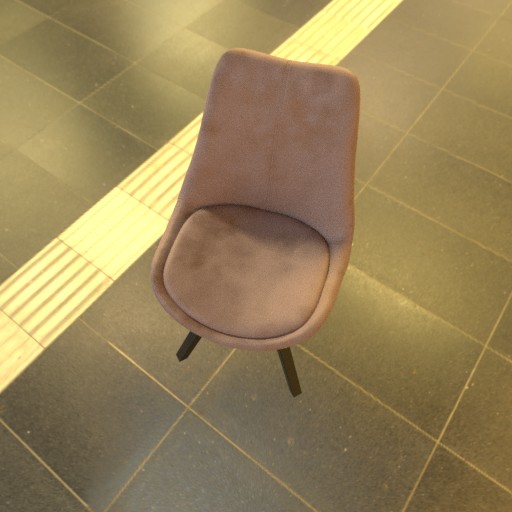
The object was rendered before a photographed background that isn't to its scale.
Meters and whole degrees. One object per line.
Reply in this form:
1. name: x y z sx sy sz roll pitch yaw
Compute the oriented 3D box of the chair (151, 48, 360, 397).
1. chair: 0.000 0.000 1.211 0.483 0.865 0.547 15 60 9
